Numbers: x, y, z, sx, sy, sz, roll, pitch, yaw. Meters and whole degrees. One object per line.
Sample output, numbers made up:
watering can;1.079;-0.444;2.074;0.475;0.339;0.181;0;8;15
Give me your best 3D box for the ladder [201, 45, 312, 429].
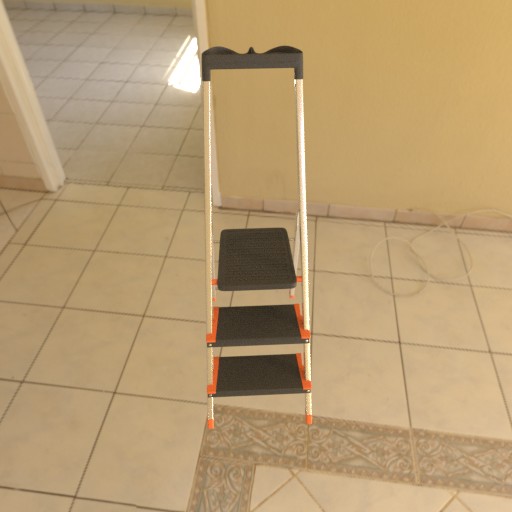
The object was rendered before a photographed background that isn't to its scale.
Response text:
ladder;0.000;0.000;1.559;0.416;1.229;0.686;-2;45;-2
